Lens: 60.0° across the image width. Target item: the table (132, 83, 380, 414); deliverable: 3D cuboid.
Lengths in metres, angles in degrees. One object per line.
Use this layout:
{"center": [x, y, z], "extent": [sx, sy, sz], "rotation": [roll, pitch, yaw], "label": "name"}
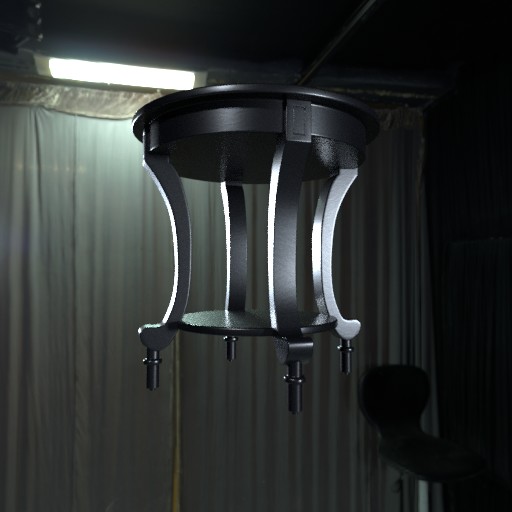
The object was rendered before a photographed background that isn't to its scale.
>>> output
{"center": [0.000, 0.000, 1.097], "extent": [0.597, 0.618, 0.597], "rotation": [0, -1, 0], "label": "table"}
